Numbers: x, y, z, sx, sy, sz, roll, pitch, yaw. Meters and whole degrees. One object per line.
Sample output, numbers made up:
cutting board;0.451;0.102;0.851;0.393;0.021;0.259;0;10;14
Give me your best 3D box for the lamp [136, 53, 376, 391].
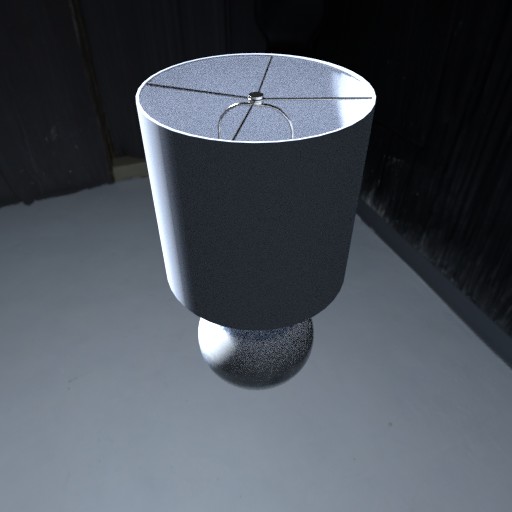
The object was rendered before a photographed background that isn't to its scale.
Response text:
lamp;0.000;0.000;0.538;0.216;0.404;0.216;-14;42;-15
